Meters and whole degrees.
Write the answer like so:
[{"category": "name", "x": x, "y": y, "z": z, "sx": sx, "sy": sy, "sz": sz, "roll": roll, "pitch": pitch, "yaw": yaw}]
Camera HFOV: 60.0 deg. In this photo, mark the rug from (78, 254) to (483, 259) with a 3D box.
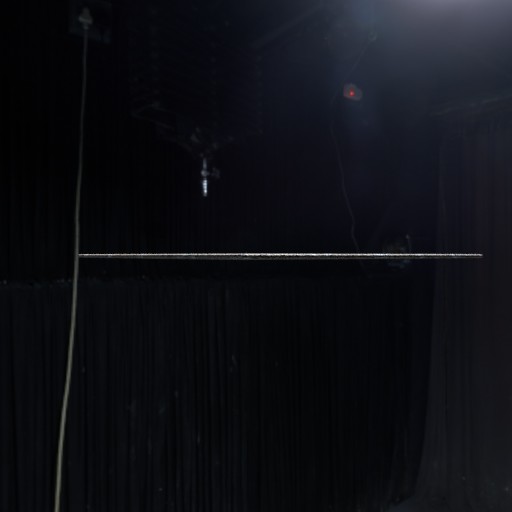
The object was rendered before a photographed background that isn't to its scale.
[{"category": "rug", "x": 0.000, "y": 0.000, "z": 4.160, "sx": 2.438, "sy": 0.029, "sz": 3.047, "roll": 0, "pitch": 0, "yaw": -36}]
